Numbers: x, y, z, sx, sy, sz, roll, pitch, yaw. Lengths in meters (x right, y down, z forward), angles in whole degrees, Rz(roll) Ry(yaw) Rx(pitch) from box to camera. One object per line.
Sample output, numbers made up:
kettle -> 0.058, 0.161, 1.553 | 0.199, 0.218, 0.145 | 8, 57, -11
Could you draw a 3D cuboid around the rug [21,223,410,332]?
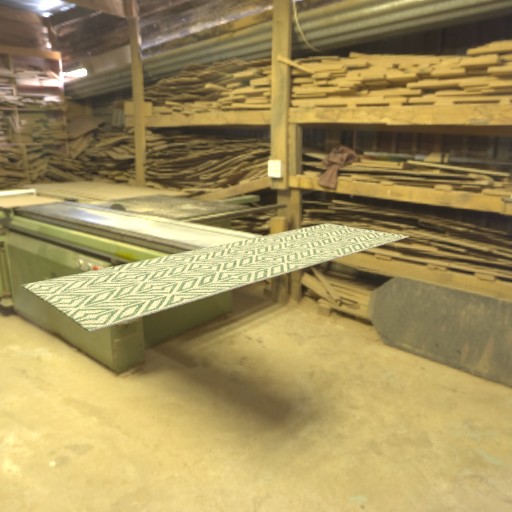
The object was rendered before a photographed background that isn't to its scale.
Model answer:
rug -> 0.000, 0.000, 2.697 | 2.435, 0.009, 0.750 | -14, 20, -43
